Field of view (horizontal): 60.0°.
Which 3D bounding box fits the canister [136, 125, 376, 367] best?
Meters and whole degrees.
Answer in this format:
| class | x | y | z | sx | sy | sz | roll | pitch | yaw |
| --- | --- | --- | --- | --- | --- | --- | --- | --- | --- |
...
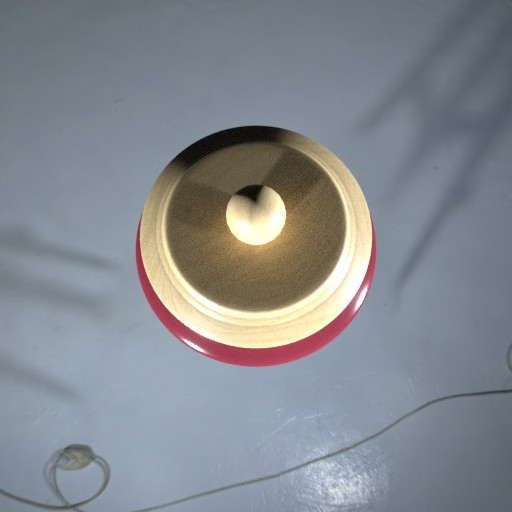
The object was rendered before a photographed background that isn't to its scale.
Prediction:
| class | x | y | z | sx | sy | sz | roll | pitch | yaw |
| --- | --- | --- | --- | --- | --- | --- | --- | --- | --- |
| canister | 0.000 | 0.000 | 0.267 | 0.130 | 0.176 | 0.130 | 0 | 76 | 0 |
